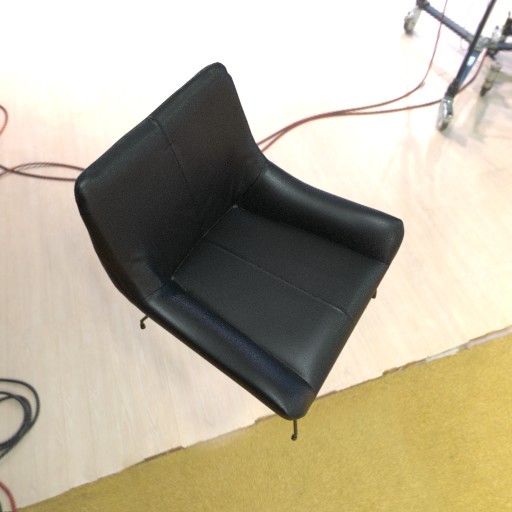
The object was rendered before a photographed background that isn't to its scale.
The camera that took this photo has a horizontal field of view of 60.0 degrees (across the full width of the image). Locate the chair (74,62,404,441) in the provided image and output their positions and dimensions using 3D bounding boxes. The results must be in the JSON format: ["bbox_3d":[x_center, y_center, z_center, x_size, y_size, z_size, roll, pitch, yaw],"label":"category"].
[{"bbox_3d":[0.000,0.000,1.570,0.826,0.922,0.836,28,61,17],"label":"chair"}]
